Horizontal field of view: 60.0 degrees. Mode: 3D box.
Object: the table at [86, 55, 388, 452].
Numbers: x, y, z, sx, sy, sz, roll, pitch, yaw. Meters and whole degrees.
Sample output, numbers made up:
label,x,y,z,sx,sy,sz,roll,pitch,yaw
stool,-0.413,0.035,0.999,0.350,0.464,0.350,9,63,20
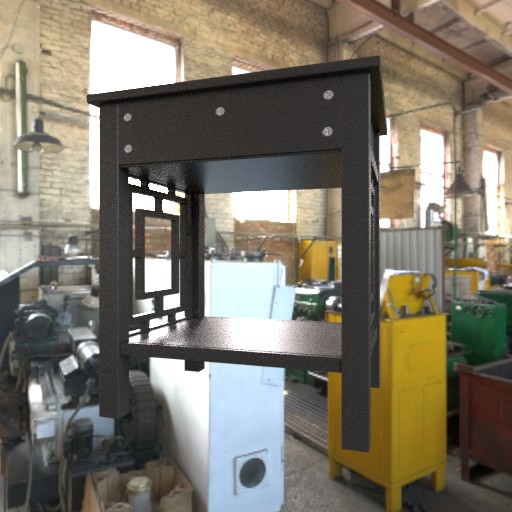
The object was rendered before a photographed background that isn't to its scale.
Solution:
label,x,y,z,sx,sy,sz,roll,pitch,yaw
table,0.000,0.000,1.010,0.564,0.646,0.451,0,0,18
